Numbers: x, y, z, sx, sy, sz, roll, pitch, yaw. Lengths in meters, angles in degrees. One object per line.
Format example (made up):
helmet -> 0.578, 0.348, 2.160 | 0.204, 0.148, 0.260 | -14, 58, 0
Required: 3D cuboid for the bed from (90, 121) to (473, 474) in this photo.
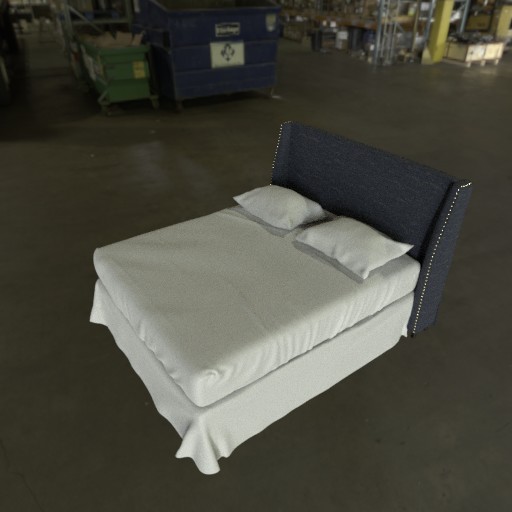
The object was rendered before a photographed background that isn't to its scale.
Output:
bed -> 0.000, 0.000, 3.401 | 2.276, 1.332, 1.925 | -21, 38, -30
